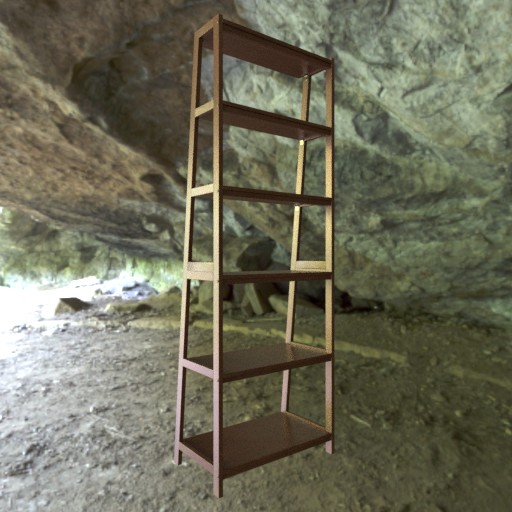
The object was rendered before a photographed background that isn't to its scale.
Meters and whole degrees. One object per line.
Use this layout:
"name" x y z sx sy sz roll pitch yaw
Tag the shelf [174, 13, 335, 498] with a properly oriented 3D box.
"shelf" 0.000 0.000 2.078 0.660 1.892 0.382 0 0 -37
